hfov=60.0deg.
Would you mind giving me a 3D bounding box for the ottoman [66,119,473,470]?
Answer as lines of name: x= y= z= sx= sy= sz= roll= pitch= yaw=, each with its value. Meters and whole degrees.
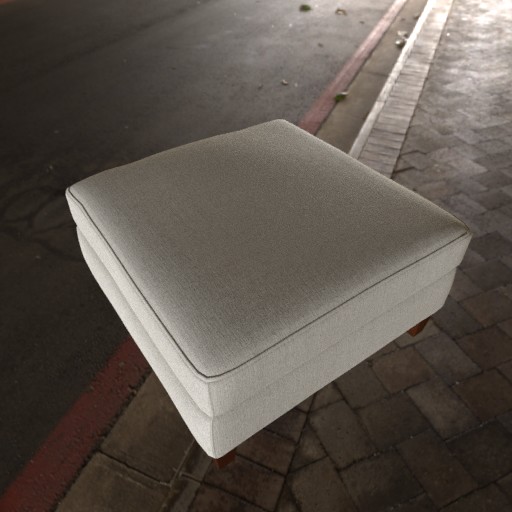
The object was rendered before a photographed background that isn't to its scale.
ottoman: x=0.000 y=0.000 z=1.337 sx=0.838 sy=0.478 sz=0.838 roll=-25 pitch=47 yaw=-26
